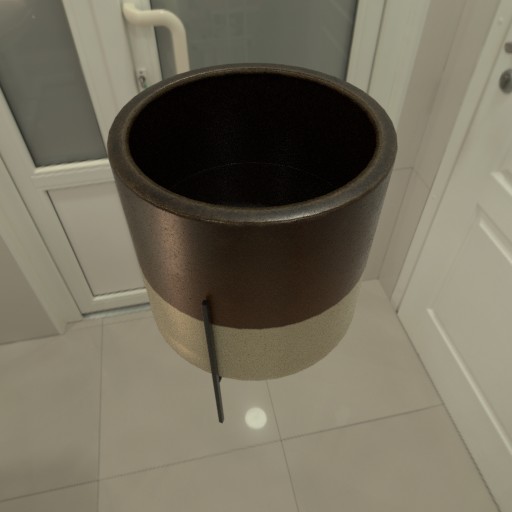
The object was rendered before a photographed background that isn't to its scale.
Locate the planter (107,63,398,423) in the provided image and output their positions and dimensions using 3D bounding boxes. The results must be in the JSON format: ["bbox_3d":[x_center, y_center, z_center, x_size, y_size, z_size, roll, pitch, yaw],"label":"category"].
[{"bbox_3d":[0.000,0.000,0.701,0.354,0.465,0.345,-9,48,-8],"label":"planter"}]
